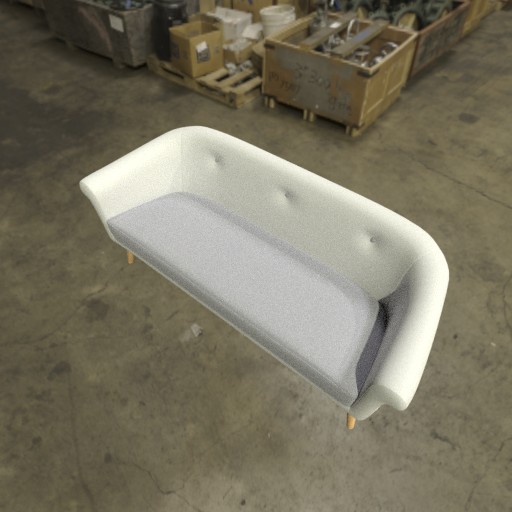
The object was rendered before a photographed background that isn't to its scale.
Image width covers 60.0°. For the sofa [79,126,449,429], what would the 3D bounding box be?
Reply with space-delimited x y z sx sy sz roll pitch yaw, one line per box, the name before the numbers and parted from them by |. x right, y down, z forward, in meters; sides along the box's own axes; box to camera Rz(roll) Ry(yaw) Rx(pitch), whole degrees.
sofa | 0.000 0.000 2.510 2.160 0.795 0.827 32 53 27
